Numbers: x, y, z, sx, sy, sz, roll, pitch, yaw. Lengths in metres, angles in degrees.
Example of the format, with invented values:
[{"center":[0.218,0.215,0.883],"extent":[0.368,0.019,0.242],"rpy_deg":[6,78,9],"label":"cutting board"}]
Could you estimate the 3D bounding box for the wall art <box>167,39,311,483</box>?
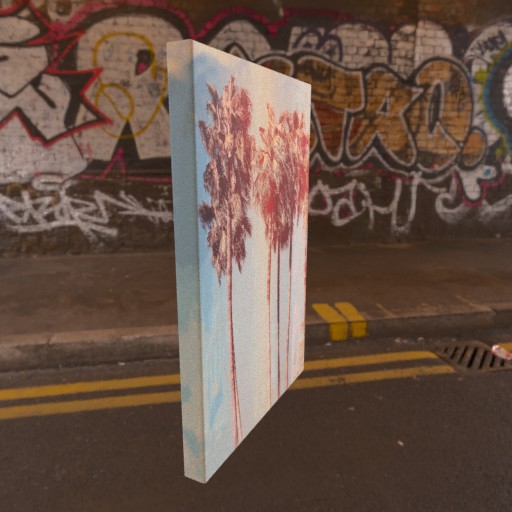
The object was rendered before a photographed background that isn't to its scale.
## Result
[{"center":[0.000,0.000,0.769],"extent":[0.038,0.610,0.401],"rpy_deg":[7,15,27],"label":"wall art"}]
